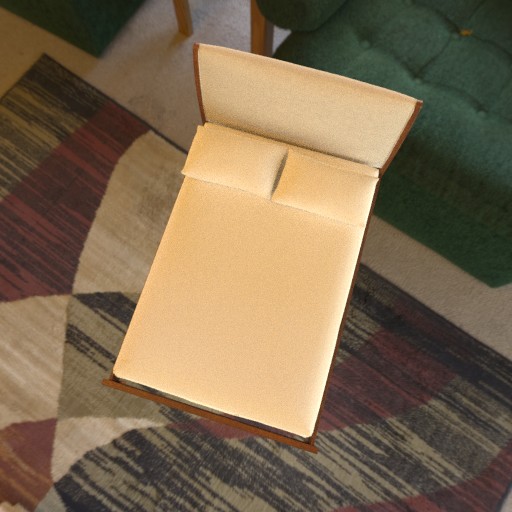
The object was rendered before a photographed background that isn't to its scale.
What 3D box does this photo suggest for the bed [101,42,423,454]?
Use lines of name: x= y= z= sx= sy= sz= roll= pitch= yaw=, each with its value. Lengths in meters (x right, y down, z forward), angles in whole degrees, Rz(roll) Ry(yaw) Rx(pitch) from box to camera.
bed: x=0.000 y=0.000 z=3.233 sx=1.612 sy=1.250 sz=2.380 roll=16 pitch=76 yaw=4
